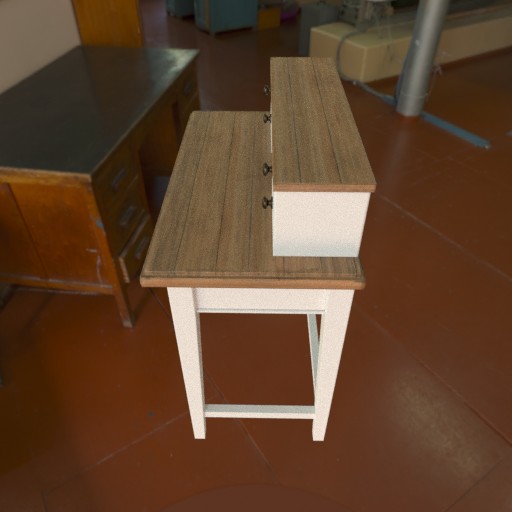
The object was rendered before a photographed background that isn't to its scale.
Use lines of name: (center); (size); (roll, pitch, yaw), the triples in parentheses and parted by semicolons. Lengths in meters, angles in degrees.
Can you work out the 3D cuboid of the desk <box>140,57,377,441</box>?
desk: (0.000, 0.000, 1.400); (0.462, 0.981, 0.814); (1, 41, 1)
